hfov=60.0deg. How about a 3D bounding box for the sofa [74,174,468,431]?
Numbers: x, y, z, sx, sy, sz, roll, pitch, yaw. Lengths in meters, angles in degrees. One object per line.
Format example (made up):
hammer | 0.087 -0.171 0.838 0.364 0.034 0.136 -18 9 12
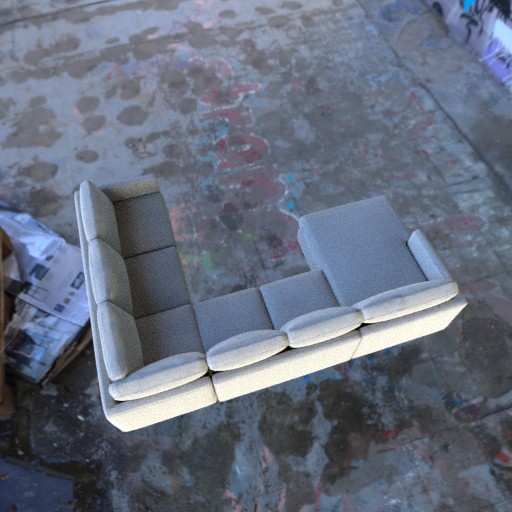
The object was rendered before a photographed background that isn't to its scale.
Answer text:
sofa | 0.000 0.000 4.770 3.460 0.959 2.593 -15 59 -9
